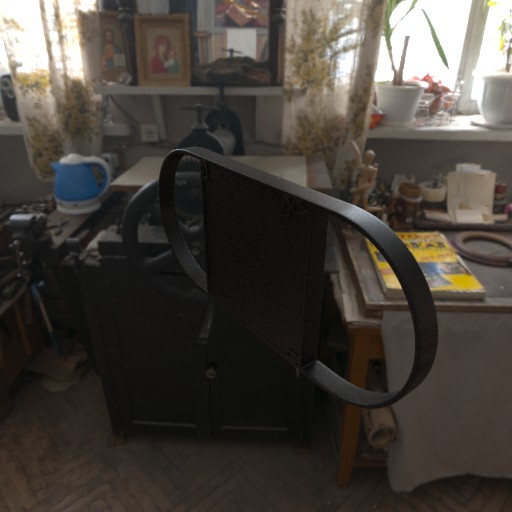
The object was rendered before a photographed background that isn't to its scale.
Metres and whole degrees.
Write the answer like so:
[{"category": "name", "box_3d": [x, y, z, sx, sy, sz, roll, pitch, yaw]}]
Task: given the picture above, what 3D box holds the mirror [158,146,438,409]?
[{"category": "mirror", "box_3d": [0.000, 0.000, 0.662, 0.032, 0.254, 0.584, -19, 33, -32]}]
